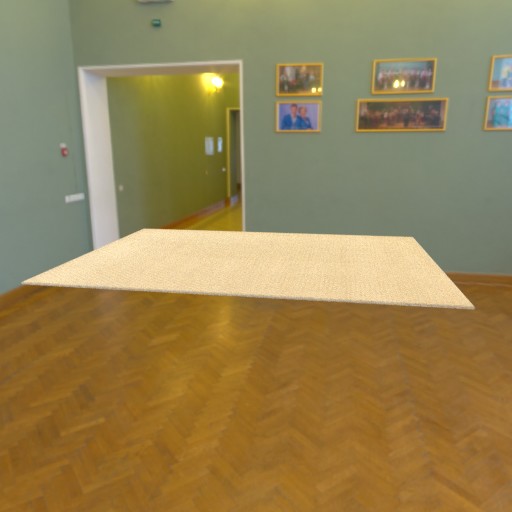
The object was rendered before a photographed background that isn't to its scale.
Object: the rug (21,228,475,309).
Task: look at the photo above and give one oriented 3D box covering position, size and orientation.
[{"bbox_3d":[0.000,0.000,2.785,2.144,0.013,1.509,2,14,9],"label":"rug"}]
